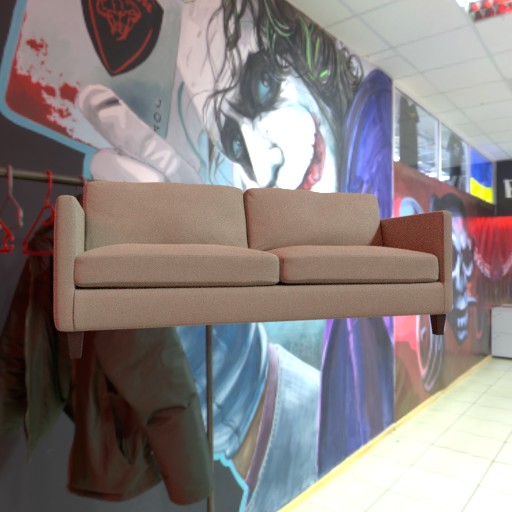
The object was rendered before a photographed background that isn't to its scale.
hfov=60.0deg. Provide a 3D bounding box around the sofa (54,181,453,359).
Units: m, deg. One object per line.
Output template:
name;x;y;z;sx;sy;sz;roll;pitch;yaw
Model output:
sofa;0.000;0.000;2.710;2.181;0.932;0.948;0;0;-18
